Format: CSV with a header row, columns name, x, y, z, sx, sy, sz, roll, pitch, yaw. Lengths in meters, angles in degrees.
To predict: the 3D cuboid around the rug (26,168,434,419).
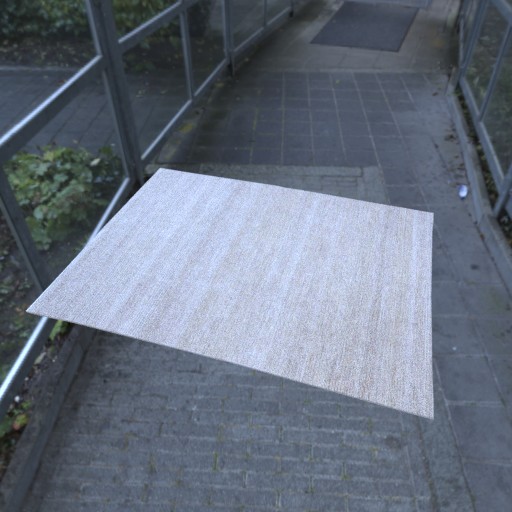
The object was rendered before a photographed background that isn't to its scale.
name,x,y,z,sx,sy,sz,roll,pitch,yaw
rug,0.000,0.000,4.198,3.245,0.046,2.467,12,42,13
